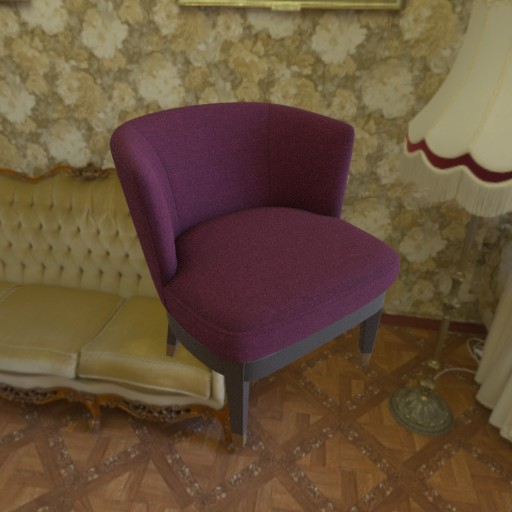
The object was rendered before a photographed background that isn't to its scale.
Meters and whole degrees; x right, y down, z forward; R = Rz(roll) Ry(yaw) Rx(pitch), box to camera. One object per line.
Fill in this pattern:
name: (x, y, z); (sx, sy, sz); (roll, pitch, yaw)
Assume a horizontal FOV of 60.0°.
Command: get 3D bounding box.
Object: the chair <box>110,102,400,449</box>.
chair: (0.000, 0.000, 1.299); (0.700, 0.760, 0.660); (-21, 35, -33)
